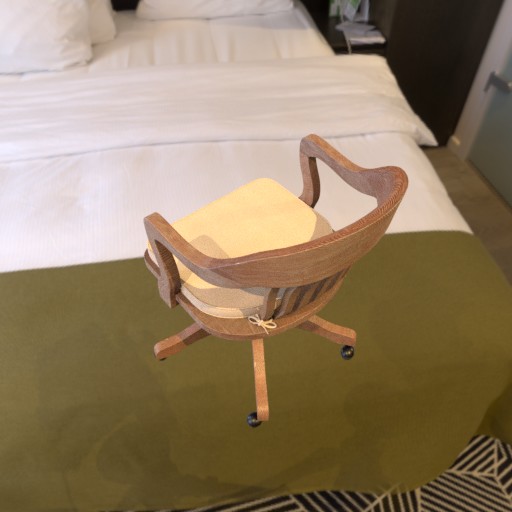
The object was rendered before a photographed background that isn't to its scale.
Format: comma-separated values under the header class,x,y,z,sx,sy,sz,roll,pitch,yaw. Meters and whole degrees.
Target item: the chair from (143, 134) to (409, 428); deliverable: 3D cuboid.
class,x,y,z,sx,sy,sz,roll,pitch,yaw
chair,0.000,0.000,1.427,0.750,0.878,0.788,-32,55,-26
